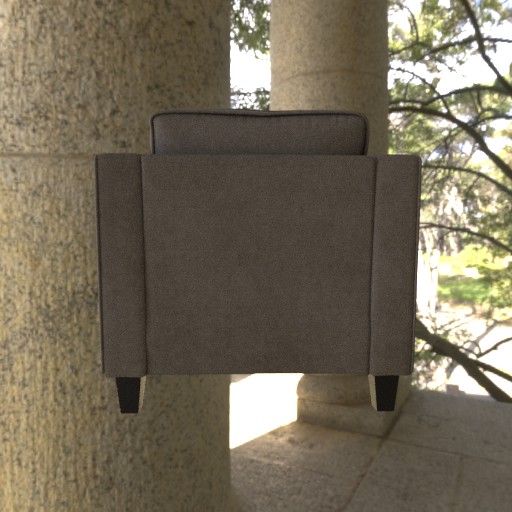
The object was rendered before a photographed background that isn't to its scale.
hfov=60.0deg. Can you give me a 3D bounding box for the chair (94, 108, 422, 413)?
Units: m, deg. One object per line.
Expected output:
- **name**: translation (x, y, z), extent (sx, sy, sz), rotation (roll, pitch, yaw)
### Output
- **chair**: translation (0.000, 0.000, 1.663), extent (0.926, 0.944, 0.840), rotation (0, 1, -1)
